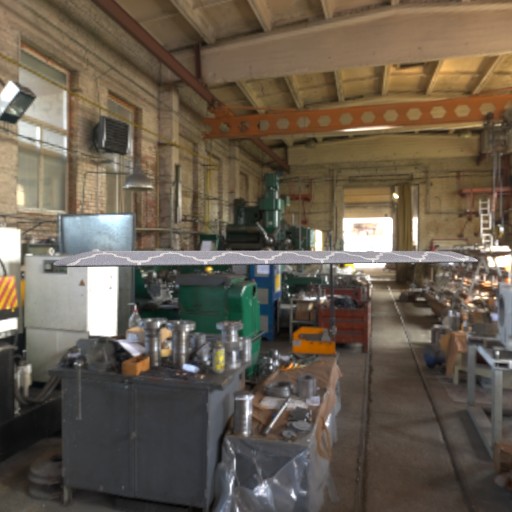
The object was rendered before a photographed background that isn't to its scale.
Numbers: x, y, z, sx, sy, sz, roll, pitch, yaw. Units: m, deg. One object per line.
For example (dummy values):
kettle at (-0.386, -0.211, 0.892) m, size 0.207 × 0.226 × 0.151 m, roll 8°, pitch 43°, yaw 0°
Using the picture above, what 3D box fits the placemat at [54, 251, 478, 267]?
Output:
placemat at (0.000, 0.000, 0.968) m, size 0.762 × 0.021 × 0.508 m, roll 0°, pitch 1°, yaw -18°
